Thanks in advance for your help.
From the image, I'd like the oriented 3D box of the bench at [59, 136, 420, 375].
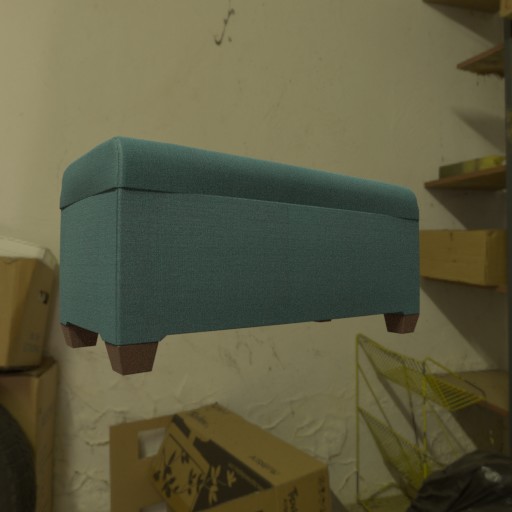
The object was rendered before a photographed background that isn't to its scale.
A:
[{"bbox_3d":[0.000,0.000,1.281,0.995,0.474,0.476,1,-2,-37],"label":"bench"}]
